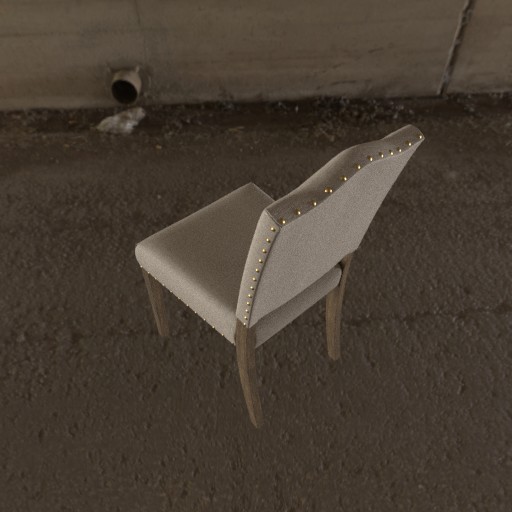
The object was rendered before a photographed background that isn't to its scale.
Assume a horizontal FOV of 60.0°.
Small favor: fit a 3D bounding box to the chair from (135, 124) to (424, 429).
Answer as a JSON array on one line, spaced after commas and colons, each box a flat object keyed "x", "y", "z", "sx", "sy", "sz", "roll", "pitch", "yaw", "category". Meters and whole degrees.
[{"x": 0.000, "y": 0.000, "z": 1.342, "sx": 0.508, "sy": 1.020, "sz": 0.620, "roll": -33, "pitch": 55, "yaw": -27, "category": "chair"}]
